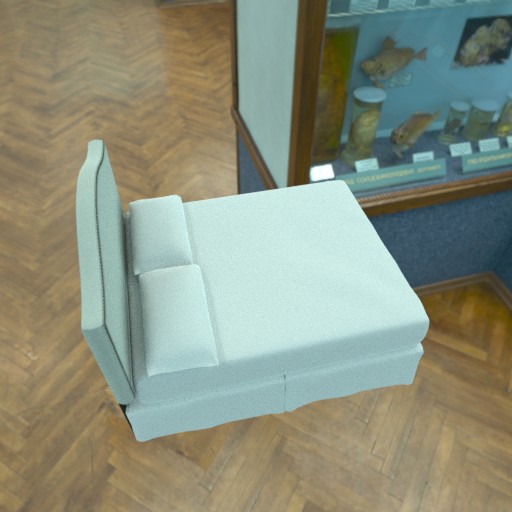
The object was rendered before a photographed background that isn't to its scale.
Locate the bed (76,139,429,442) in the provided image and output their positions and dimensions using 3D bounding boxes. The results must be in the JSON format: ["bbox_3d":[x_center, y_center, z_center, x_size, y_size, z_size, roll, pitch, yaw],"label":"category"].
[{"bbox_3d":[0.000,0.000,3.316,2.180,1.607,1.813,-10,47,-9],"label":"bed"}]
